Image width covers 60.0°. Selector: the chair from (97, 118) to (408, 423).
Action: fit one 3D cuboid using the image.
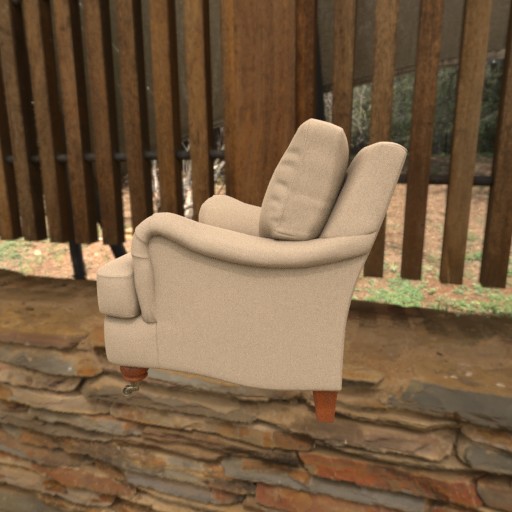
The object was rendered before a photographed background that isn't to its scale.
[{"bbox_3d":[0.000,0.000,1.911,1.078,1.076,0.895,2,13,10],"label":"chair"}]
